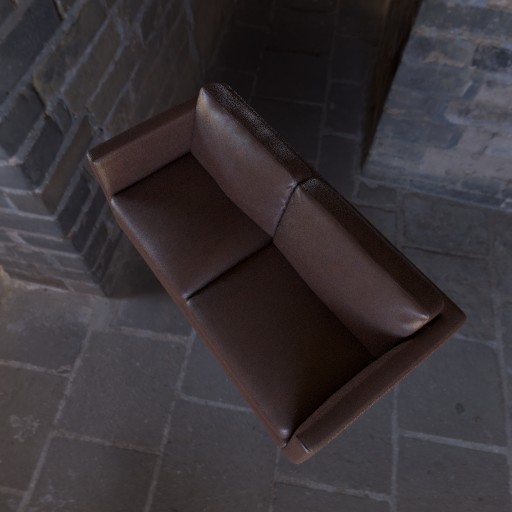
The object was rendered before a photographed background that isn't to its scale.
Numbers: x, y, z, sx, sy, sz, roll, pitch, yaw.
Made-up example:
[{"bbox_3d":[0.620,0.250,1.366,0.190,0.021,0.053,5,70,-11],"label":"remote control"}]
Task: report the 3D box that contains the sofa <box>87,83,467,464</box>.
[{"bbox_3d":[0.000,0.000,2.401,0.951,0.933,1.883,-34,67,-17],"label":"sofa"}]
